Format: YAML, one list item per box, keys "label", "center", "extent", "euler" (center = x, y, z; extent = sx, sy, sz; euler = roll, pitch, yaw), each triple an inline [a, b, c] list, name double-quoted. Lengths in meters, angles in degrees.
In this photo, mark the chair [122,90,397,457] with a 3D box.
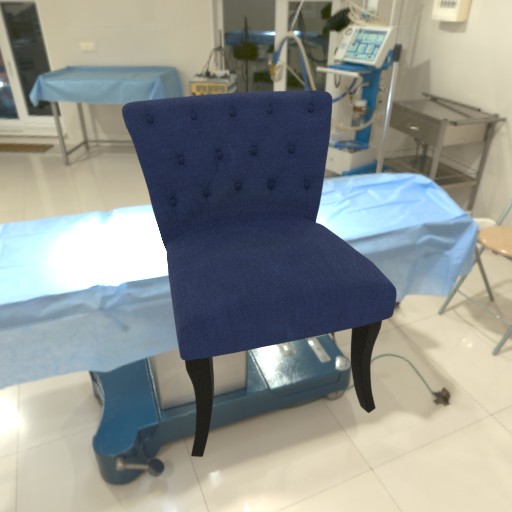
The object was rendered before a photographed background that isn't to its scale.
- label: "chair"
  center: [0.000, 0.000, 1.209]
  extent: [0.585, 0.753, 0.606]
  euler: [-9, 32, -14]
